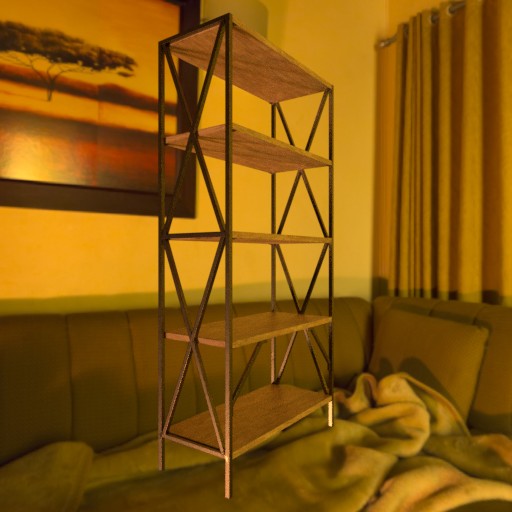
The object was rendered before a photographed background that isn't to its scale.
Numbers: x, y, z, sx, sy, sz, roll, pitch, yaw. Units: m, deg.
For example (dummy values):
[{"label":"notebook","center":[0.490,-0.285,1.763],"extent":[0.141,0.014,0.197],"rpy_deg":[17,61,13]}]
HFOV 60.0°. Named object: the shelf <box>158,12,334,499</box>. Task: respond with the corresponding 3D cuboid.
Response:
[{"label":"shelf","center":[0.000,0.000,2.108],"extent":[0.386,1.803,0.874],"rpy_deg":[0,0,36]}]
